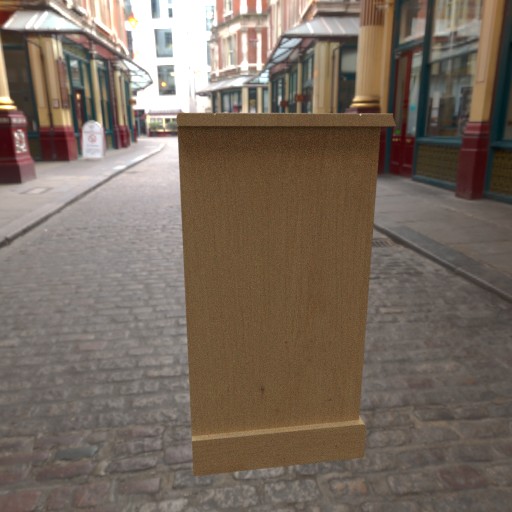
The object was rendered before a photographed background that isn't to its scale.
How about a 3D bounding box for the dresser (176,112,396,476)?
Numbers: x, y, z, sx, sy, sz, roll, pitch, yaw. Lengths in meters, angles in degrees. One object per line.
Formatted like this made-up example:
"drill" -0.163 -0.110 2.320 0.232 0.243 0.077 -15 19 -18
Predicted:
"dresser" 0.000 0.000 1.411 0.440 0.835 0.915 -2 16 -8
